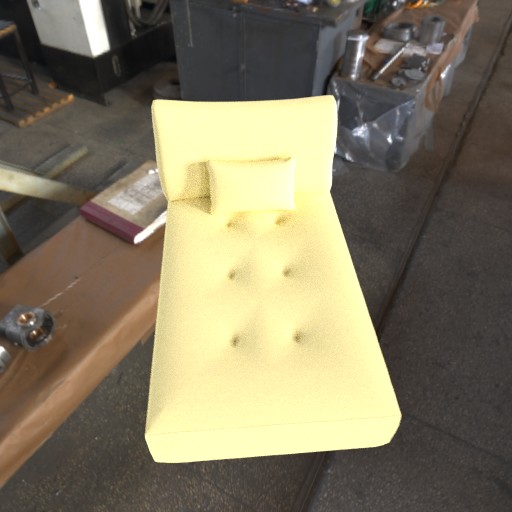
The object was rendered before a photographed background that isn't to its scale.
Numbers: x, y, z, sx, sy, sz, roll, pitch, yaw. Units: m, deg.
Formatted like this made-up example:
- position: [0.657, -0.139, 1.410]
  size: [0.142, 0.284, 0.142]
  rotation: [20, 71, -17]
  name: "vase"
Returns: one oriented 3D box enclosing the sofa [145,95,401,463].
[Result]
- position: [0.000, 0.000, 1.964]
  size: [0.930, 0.820, 1.450]
  rotation: [-3, 45, -3]
  name: "sofa"
